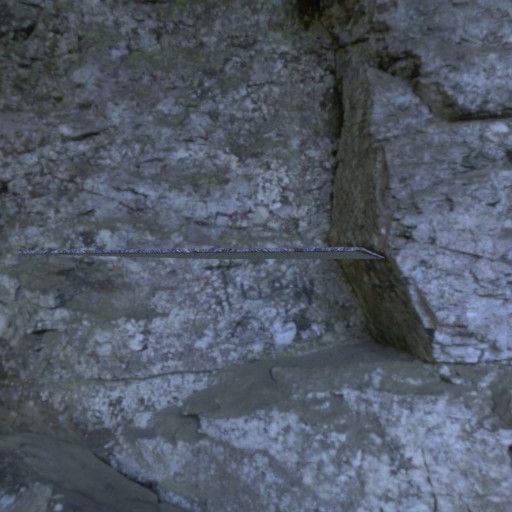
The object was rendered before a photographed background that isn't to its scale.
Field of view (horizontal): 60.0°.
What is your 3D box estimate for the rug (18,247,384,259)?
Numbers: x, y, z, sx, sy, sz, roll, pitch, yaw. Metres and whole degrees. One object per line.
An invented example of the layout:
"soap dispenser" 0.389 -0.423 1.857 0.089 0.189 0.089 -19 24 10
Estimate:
"rug" 0.000 0.000 2.161 1.158 0.013 1.752 0 -1 18
